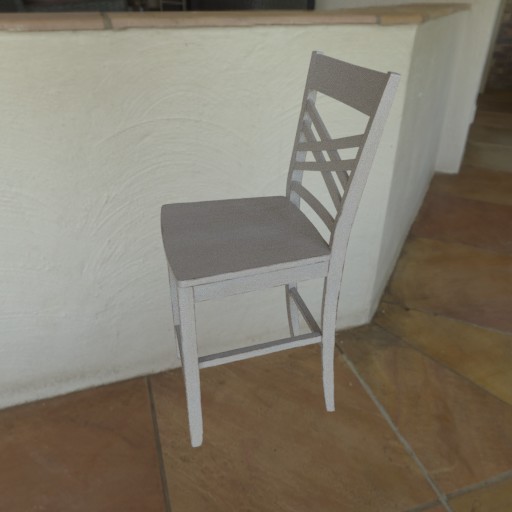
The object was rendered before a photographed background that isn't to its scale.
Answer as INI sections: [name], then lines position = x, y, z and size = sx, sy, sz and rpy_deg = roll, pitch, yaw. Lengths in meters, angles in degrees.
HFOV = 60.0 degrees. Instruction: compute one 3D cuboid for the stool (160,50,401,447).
[stool]
position = 0.000, 0.000, 1.340
size = 0.539, 1.079, 0.462
rpy_deg = -8, 31, -13
